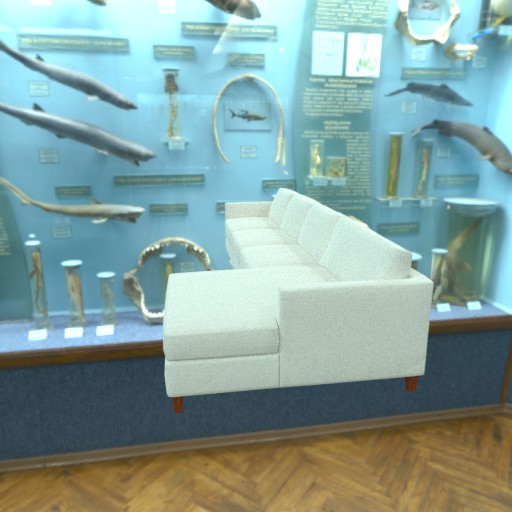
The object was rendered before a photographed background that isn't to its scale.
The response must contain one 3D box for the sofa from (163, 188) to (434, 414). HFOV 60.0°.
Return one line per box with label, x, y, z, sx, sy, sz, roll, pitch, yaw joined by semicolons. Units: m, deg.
sofa;0.000;0.000;4.184;1.606;0.954;3.471;-2;15;-9
